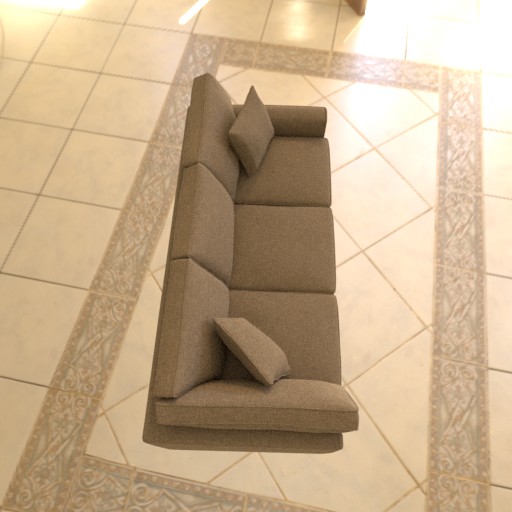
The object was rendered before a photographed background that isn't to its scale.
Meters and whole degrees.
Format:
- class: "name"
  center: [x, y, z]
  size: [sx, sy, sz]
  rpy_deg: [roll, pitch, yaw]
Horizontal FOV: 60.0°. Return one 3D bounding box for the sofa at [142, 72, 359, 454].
- class: "sofa"
  center: [0.000, 0.000, 2.884]
  size: [1.061, 0.962, 2.317]
  rpy_deg: [2, 64, 1]
